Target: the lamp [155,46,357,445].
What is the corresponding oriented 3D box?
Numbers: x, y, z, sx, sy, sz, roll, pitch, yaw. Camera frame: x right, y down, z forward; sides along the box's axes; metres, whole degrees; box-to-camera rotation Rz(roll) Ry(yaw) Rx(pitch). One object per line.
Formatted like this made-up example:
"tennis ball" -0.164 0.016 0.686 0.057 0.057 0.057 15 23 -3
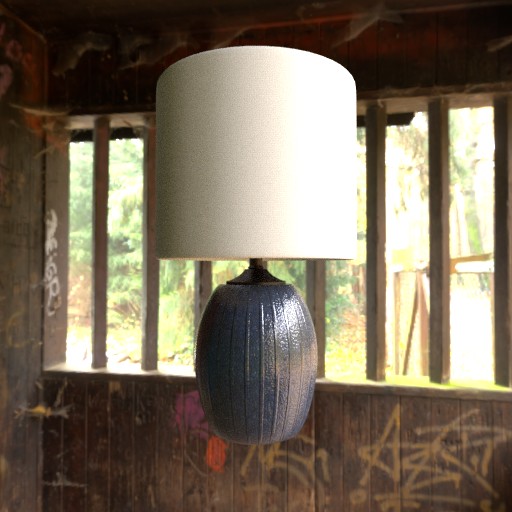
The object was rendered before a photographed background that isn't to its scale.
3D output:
"lamp" 0.000 0.000 0.742 0.329 0.570 0.329 0 -1 -19
